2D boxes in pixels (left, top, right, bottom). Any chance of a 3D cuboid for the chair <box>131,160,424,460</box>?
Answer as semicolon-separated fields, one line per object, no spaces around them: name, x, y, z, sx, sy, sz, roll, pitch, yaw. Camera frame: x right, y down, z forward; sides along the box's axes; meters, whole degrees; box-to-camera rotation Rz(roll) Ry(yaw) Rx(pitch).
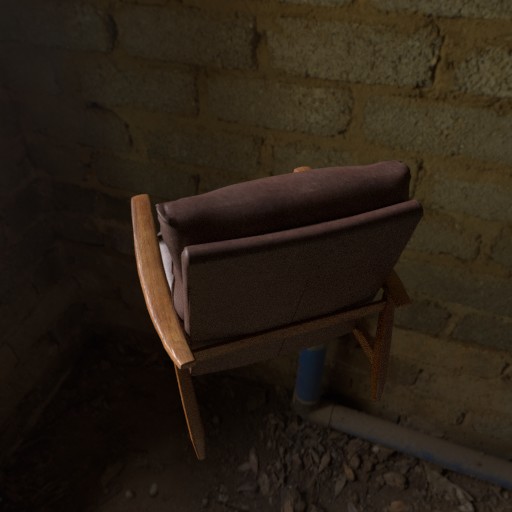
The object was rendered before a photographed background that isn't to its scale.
chair;0.000;0.000;1.517;0.782;0.897;0.830;-12;42;-14
